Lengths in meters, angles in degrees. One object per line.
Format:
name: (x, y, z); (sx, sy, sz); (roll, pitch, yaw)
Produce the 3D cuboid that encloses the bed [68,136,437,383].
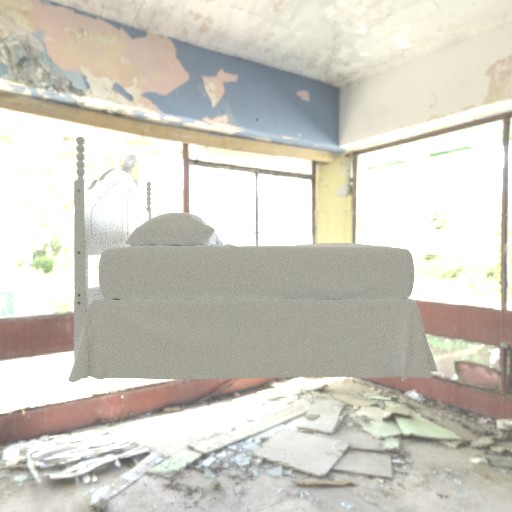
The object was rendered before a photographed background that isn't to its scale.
bed: (0.000, 0.000, 3.294); (2.040, 1.356, 1.873); (0, 1, 0)
